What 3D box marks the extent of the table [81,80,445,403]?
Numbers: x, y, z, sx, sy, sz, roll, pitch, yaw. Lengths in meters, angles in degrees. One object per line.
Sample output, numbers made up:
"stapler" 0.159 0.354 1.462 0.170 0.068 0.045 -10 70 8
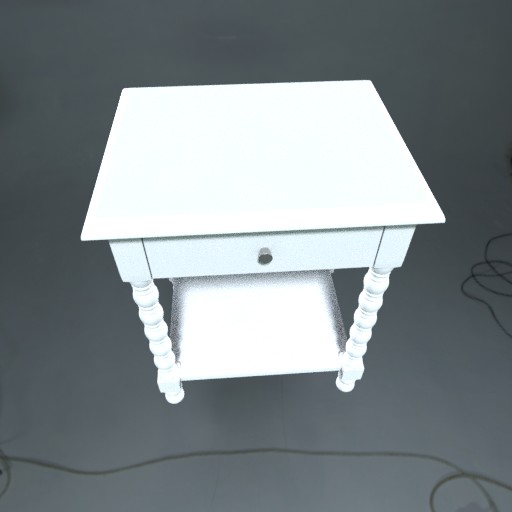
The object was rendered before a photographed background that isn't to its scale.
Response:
"table" 0.000 0.000 0.868 0.460 0.531 0.381 -3 47 -3
